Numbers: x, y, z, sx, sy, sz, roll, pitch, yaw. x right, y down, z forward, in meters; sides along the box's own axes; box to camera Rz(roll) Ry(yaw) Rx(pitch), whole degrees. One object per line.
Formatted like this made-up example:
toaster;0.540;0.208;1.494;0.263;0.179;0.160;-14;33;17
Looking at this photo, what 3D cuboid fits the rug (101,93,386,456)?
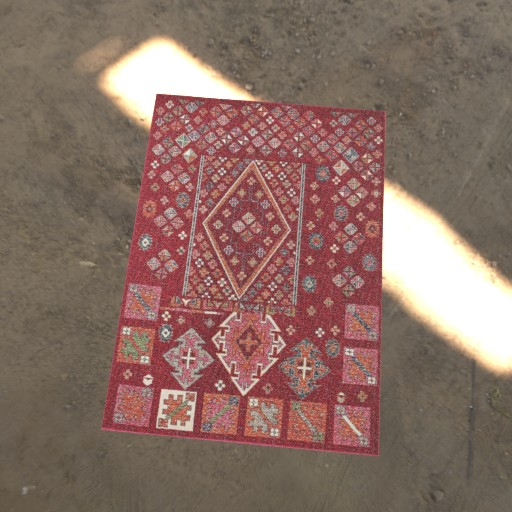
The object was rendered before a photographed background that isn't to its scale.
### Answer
rug;0.000;0.000;4.192;2.389;0.011;3.306;5;76;1
